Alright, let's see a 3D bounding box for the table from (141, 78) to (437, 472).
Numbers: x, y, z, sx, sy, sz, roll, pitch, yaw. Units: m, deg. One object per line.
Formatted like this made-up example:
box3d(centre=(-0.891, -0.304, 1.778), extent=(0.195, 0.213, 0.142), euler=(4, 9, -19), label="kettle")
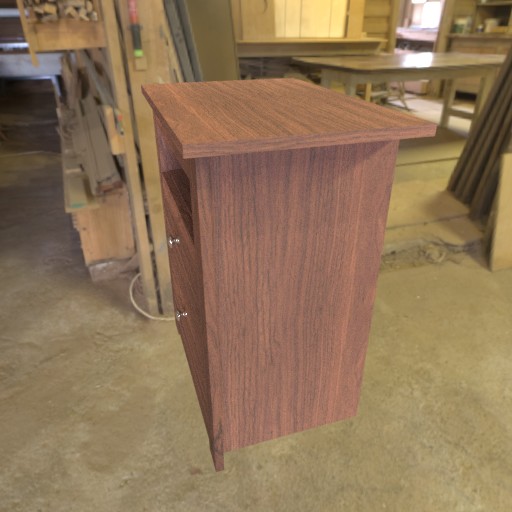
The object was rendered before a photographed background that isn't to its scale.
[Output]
box3d(centre=(0.000, 0.000, 1.057), extent=(0.406, 0.711, 0.589), euler=(-9, 30, -16), label="table")
